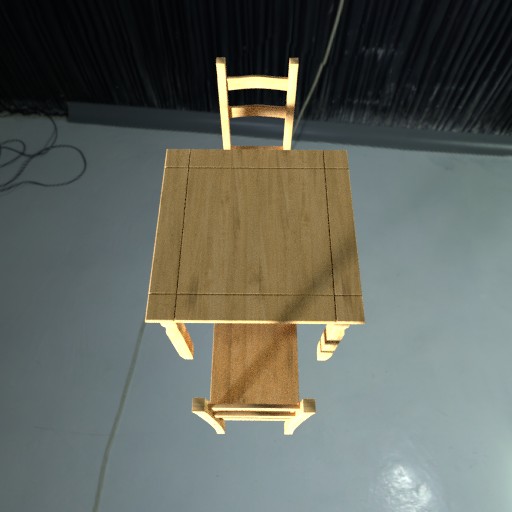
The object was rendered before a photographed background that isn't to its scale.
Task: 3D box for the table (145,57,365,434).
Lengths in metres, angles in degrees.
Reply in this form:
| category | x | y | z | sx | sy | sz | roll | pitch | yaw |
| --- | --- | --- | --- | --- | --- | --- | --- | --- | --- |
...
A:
| category | x | y | z | sx | sy | sz | roll | pitch | yaw |
| --- | --- | --- | --- | --- | --- | --- | --- | --- | --- |
| table | 0.000 | 0.000 | 2.052 | 0.813 | 0.942 | 1.501 | 0 | 63 | 0 |
